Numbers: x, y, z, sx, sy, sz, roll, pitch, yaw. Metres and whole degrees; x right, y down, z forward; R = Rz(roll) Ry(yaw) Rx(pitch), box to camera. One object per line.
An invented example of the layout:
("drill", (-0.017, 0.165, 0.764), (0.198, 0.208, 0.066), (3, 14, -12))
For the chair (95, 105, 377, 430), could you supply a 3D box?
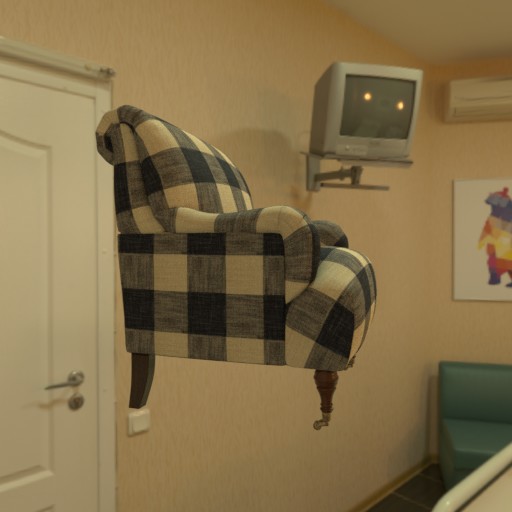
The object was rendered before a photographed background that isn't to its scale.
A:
("chair", (0.000, 0.000, 1.618), (0.848, 0.953, 0.781), (0, 1, 18))
